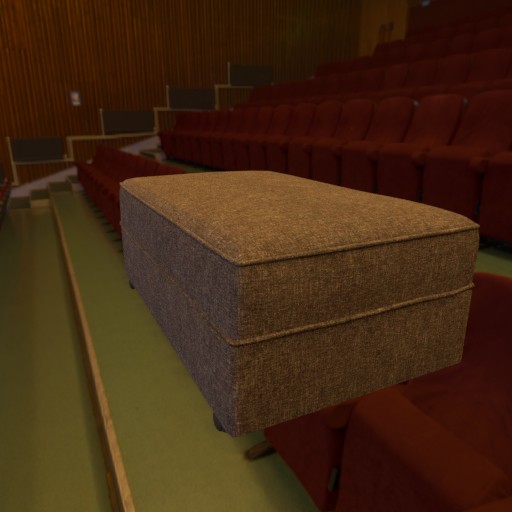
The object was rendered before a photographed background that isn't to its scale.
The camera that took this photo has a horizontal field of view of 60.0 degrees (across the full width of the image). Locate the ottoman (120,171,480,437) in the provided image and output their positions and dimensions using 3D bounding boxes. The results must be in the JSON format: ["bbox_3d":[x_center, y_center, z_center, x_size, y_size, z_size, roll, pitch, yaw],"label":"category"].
[{"bbox_3d":[0.000,0.000,1.509,0.717,0.487,1.184,-9,20,-25],"label":"ottoman"}]
